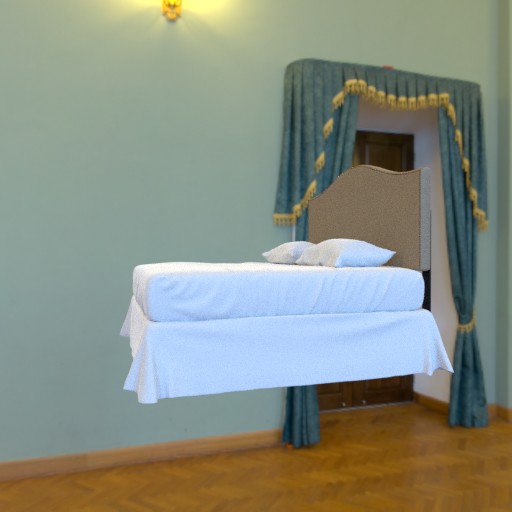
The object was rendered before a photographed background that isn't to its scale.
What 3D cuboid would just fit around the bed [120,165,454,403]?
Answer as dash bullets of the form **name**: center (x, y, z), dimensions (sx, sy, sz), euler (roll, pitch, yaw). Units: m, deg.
- **bed**: center (0.000, 0.000, 3.809), dimensions (2.222, 1.651, 2.311), euler (0, 0, -18)
